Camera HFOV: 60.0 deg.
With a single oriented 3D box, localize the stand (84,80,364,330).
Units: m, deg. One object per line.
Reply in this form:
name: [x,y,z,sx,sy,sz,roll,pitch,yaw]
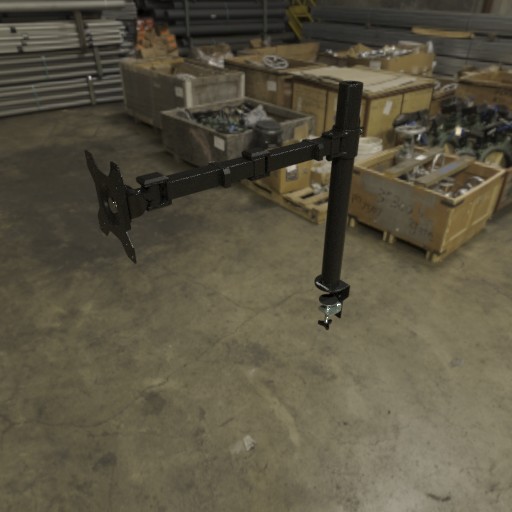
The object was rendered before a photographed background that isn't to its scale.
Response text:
stand: [0.000,0.000,0.746,0.456,0.510,0.115,-22,38,-32]
